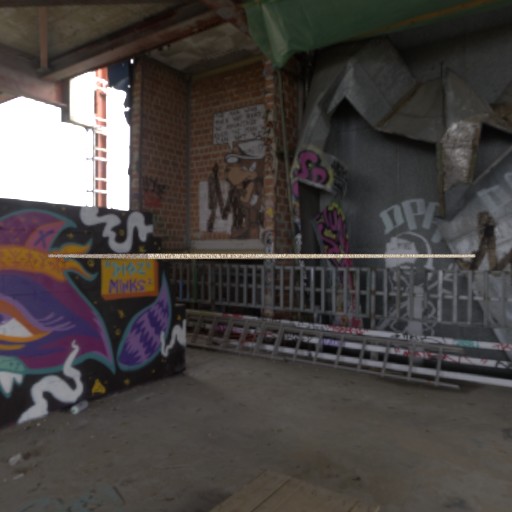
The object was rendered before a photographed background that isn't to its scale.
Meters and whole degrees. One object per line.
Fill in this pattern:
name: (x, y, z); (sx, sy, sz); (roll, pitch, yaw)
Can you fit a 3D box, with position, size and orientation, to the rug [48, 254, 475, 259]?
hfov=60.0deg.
rug: (0.000, 0.000, 3.985); (3.000, 0.025, 2.400); (0, 0, -35)
